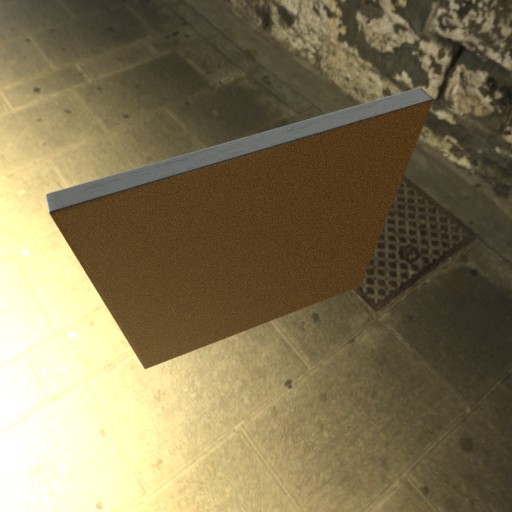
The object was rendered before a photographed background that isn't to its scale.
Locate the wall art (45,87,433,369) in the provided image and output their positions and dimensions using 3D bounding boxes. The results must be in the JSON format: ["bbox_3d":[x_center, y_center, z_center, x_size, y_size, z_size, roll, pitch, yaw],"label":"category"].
[{"bbox_3d":[0.000,0.000,1.930,1.287,1.288,0.078,-19,58,-12],"label":"wall art"}]
